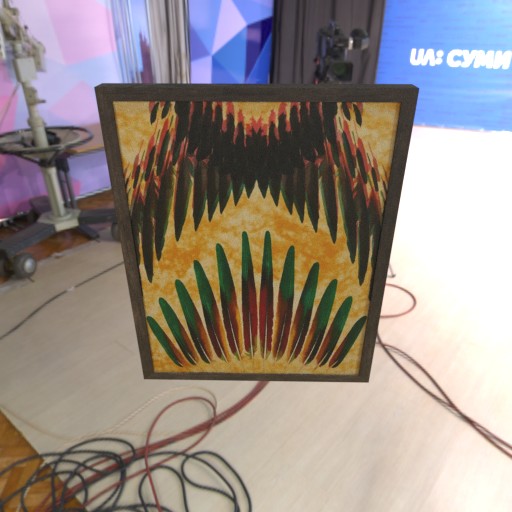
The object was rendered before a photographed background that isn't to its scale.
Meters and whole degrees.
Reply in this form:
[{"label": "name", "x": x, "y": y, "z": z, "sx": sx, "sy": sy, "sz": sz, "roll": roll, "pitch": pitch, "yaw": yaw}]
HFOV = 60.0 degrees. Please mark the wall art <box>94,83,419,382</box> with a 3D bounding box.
[{"label": "wall art", "x": 0.000, "y": 0.000, "z": 0.559, "sx": 0.329, "sy": 0.406, "sz": 0.027, "roll": 1, "pitch": 30, "yaw": 1}]
